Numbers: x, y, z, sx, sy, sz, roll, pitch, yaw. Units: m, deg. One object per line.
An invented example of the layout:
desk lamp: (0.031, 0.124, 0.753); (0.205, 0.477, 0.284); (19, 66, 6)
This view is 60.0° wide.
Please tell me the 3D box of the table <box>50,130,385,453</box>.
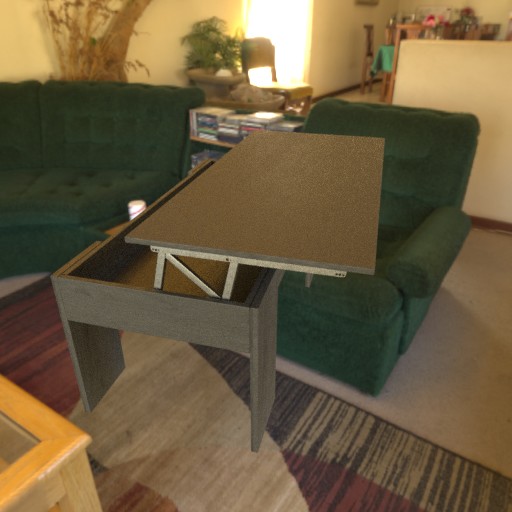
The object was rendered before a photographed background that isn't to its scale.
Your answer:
table: (0.000, 0.000, 1.428); (0.711, 0.570, 1.000); (7, 29, 13)
